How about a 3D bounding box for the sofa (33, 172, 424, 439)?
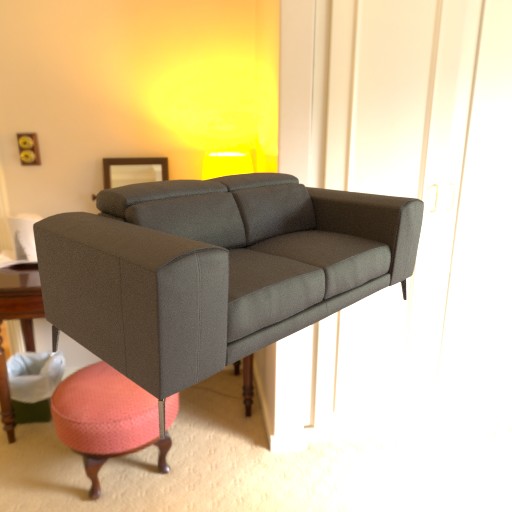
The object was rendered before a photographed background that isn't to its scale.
[{"bbox_3d":[0.000,0.000,2.357,1.003,0.779,1.895,15,21,42],"label":"sofa"}]
